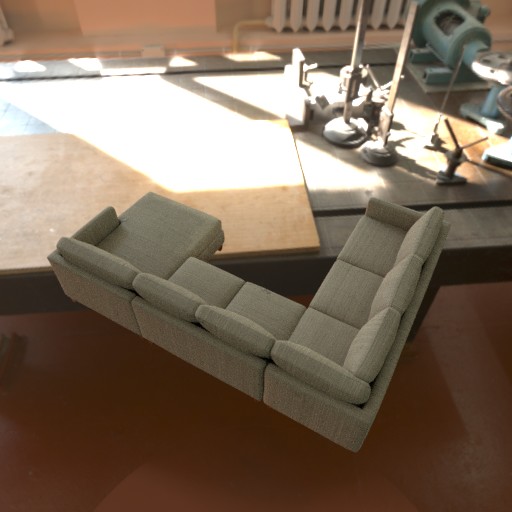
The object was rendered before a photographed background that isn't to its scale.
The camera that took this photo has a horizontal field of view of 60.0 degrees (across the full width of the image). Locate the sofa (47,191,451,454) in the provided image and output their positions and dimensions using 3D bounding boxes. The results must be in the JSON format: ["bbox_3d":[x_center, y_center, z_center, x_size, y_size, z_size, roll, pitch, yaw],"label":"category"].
[{"bbox_3d":[0.000,0.000,4.816,3.460,0.961,2.594,23,51,20],"label":"sofa"}]
